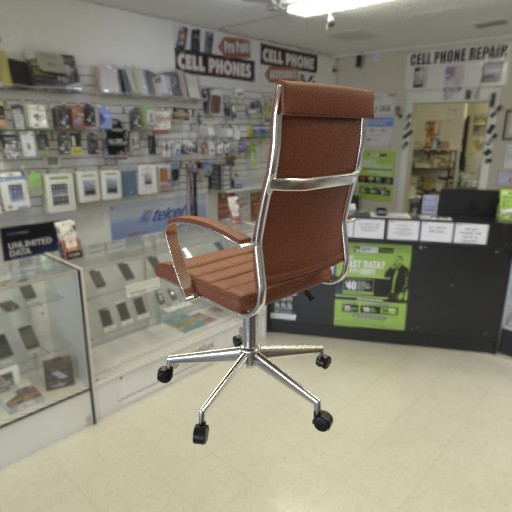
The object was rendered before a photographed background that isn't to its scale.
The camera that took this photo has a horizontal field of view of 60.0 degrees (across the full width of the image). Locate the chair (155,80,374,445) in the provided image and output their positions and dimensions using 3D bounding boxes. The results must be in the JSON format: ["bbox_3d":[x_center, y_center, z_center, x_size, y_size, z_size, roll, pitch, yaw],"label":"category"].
[{"bbox_3d":[0.000,0.000,1.651,0.766,1.149,0.739,-15,22,-43],"label":"chair"}]
